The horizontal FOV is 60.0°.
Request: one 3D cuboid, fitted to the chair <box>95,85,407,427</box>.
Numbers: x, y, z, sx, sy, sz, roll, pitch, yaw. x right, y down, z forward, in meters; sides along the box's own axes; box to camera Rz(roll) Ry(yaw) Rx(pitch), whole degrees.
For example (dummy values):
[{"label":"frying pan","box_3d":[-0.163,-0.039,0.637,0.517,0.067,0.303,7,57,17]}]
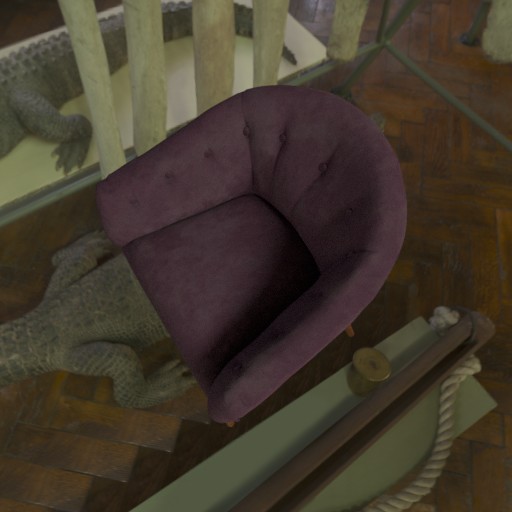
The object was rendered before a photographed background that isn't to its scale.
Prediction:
[{"label":"chair","box_3d":[0.000,0.000,1.488,0.776,0.885,0.851,-30,66,-15]}]
